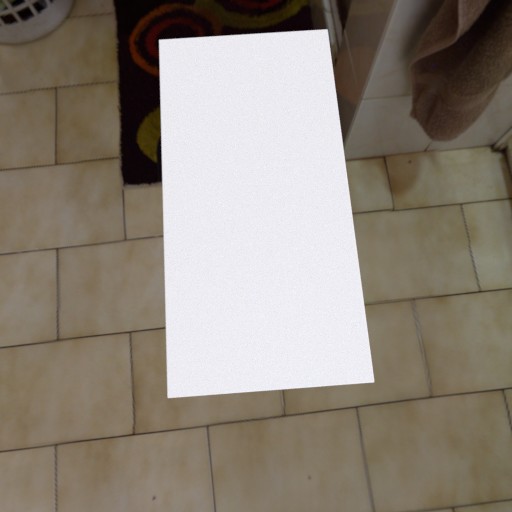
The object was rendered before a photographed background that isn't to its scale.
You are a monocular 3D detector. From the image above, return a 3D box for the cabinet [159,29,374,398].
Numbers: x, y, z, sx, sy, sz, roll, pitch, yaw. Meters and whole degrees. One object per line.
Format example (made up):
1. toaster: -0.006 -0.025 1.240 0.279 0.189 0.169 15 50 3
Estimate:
1. cabinet: 0.000 0.000 1.098 0.296 0.815 0.600 -4 76 -1
